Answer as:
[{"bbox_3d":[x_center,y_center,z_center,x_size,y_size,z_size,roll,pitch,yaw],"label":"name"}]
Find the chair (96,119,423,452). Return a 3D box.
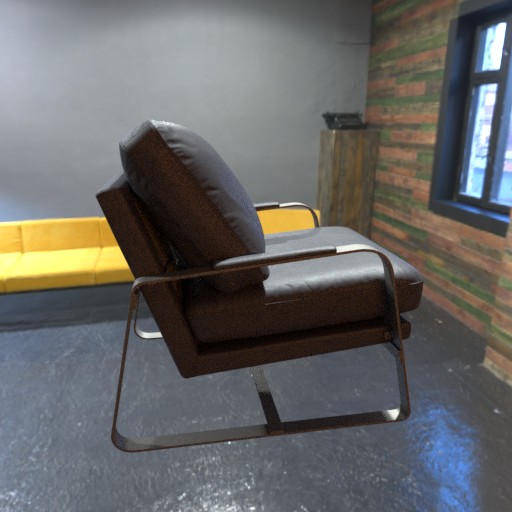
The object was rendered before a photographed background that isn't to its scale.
[{"bbox_3d":[0.000,0.000,1.434,0.878,0.839,0.692,-3,17,-9],"label":"chair"}]
